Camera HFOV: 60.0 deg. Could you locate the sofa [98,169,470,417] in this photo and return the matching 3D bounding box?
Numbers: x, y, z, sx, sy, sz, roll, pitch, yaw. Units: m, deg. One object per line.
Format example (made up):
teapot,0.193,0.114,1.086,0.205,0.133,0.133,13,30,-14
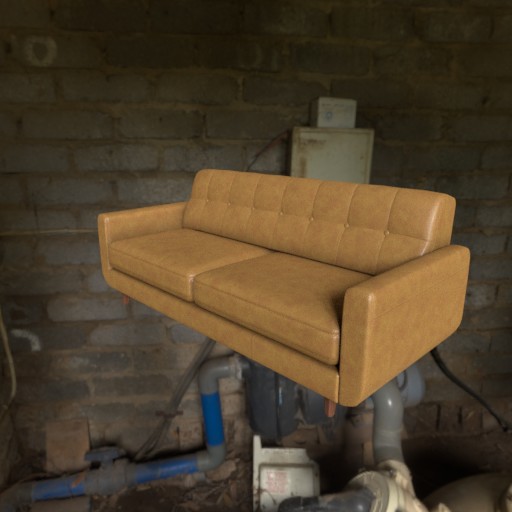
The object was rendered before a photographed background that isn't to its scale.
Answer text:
sofa,0.000,0.000,2.650,0.980,0.892,2.137,-15,22,-42
